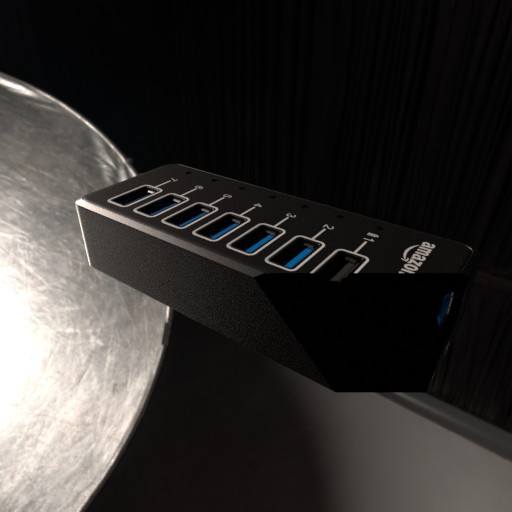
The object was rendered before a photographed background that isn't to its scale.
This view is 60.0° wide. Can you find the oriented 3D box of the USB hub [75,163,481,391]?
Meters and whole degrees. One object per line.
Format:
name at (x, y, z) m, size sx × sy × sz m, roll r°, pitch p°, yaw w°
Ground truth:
USB hub at (0.000, 0.000, 0.129) m, size 0.110 × 0.023 × 0.044 m, roll 21°, pitch 37°, yaw 30°
